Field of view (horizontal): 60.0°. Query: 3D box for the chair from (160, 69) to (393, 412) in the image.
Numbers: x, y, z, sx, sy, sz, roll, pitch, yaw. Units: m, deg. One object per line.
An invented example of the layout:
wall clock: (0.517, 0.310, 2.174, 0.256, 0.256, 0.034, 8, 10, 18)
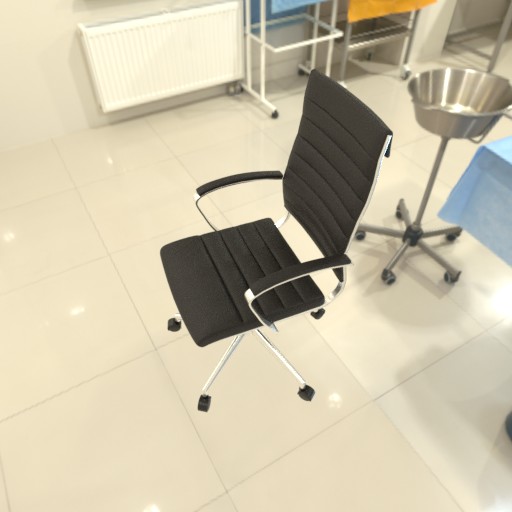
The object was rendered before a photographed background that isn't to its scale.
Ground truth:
chair: (0.000, 0.000, 1.682, 0.739, 1.149, 0.766, -17, 49, -16)
